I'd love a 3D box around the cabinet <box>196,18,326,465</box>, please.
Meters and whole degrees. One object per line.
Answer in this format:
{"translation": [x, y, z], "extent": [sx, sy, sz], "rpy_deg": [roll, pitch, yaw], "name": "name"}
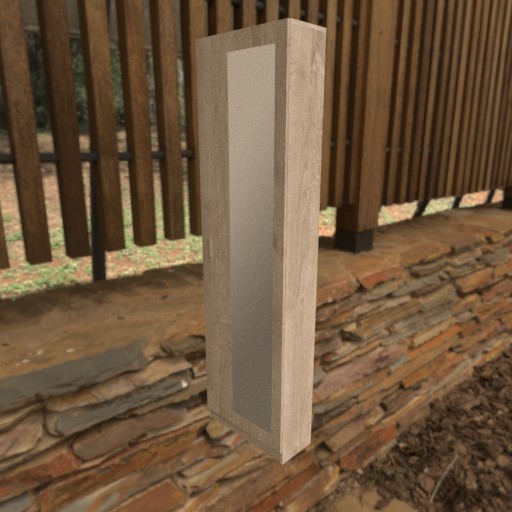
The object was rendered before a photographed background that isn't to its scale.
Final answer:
{"translation": [0.000, 0.000, 1.957], "extent": [0.500, 1.790, 0.230], "rpy_deg": [15, 21, 42], "name": "cabinet"}
